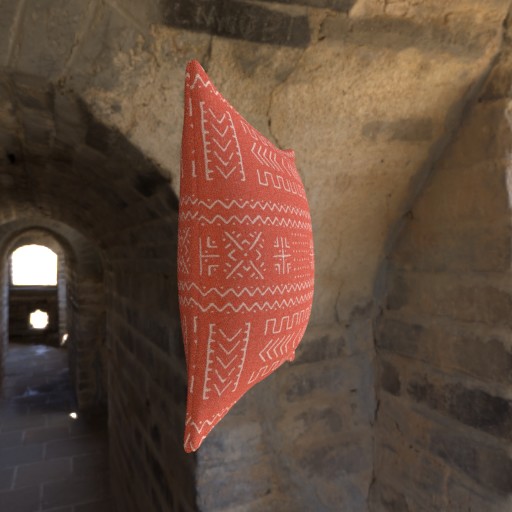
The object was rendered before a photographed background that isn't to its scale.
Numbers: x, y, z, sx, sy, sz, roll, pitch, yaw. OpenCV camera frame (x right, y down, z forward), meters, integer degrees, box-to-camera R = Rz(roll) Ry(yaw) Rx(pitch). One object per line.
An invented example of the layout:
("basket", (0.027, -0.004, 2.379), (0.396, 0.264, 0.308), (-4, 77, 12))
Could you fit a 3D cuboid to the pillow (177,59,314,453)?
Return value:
("pillow", (0.000, 0.000, 0.683), (0.164, 0.429, 0.438), (0, 0, 19))
